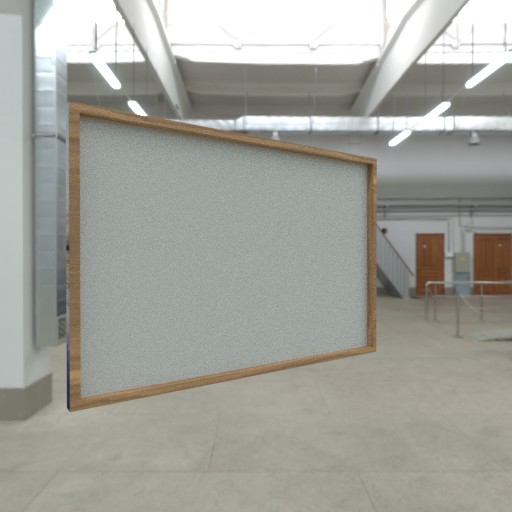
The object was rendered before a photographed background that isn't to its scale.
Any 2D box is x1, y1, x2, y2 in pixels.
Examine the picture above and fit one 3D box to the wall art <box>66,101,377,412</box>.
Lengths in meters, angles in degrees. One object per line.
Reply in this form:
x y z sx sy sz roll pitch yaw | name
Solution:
0.000 0.000 0.755 0.604 0.402 0.018 0 1 -35 | wall art
